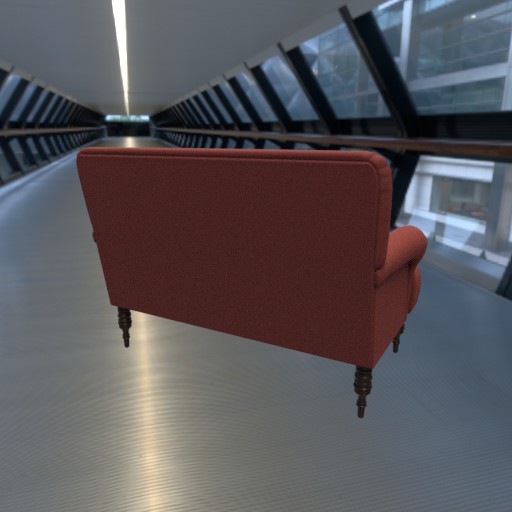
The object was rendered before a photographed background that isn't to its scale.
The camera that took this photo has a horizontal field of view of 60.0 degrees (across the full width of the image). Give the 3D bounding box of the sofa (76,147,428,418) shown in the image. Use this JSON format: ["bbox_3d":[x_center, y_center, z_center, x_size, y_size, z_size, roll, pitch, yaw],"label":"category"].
[{"bbox_3d":[0.000,0.000,1.852,1.297,0.889,0.779,8,17,28],"label":"sofa"}]
